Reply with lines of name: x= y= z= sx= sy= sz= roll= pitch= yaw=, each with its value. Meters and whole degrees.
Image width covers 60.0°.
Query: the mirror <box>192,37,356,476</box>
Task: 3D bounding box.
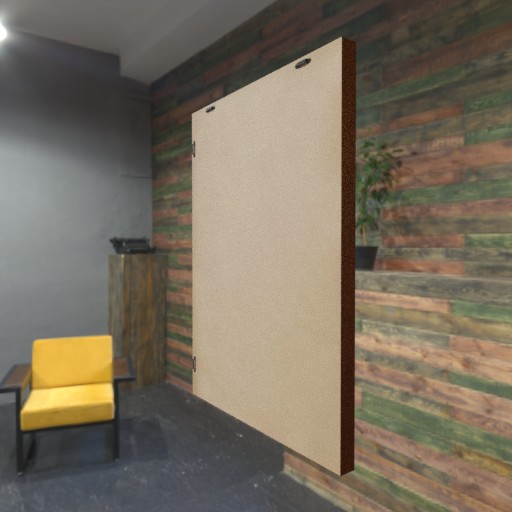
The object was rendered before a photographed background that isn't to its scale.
mirror: x=0.000 y=0.000 z=0.929 sx=0.039 sy=0.711 sz=0.508 roll=-1 pitch=1 yaw=-36
